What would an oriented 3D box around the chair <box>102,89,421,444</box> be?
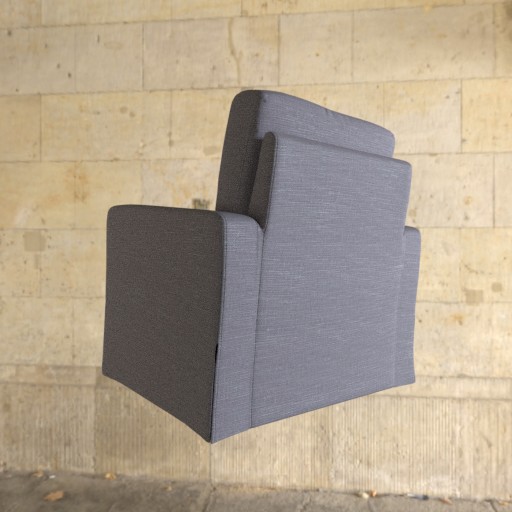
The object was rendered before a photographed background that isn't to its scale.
[{"bbox_3d":[0.000,0.000,1.515,0.798,0.855,0.863,0,0,-37],"label":"chair"}]
